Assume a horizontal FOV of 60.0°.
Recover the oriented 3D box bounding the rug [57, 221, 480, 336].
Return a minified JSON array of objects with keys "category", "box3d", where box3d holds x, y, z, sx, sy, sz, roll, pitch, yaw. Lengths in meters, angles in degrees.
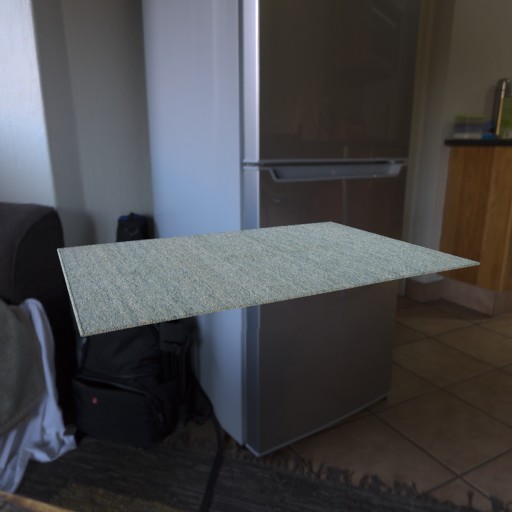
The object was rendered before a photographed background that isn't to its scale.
[{"category":"rug","box3d":[0.000,0.000,2.871,2.283,0.013,1.547,-7,17,-26]}]
